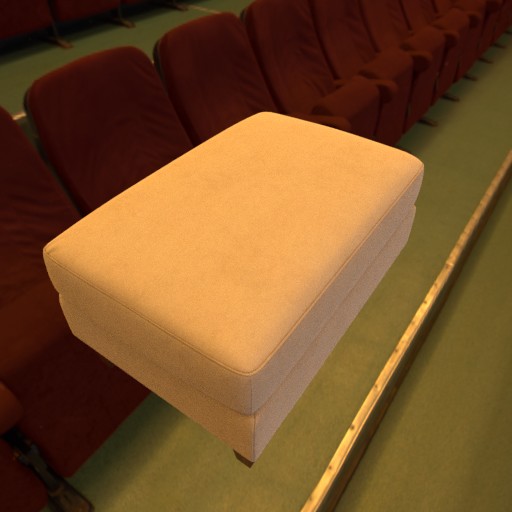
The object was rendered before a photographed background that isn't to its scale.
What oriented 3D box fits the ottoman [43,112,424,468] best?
[{"bbox_3d":[0.000,0.000,1.198,0.584,0.483,0.864,25,48,25],"label":"ottoman"}]
